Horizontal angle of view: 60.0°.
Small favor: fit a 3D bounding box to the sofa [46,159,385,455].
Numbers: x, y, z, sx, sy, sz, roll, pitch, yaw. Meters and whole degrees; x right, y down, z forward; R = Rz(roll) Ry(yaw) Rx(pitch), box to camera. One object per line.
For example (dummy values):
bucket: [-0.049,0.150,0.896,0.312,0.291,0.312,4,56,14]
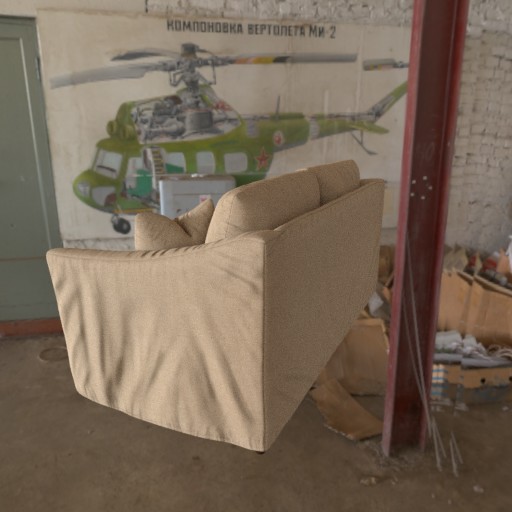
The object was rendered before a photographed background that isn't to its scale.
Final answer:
sofa: [0.000,0.000,2.561,1.072,1.018,2.010,8,18,25]
